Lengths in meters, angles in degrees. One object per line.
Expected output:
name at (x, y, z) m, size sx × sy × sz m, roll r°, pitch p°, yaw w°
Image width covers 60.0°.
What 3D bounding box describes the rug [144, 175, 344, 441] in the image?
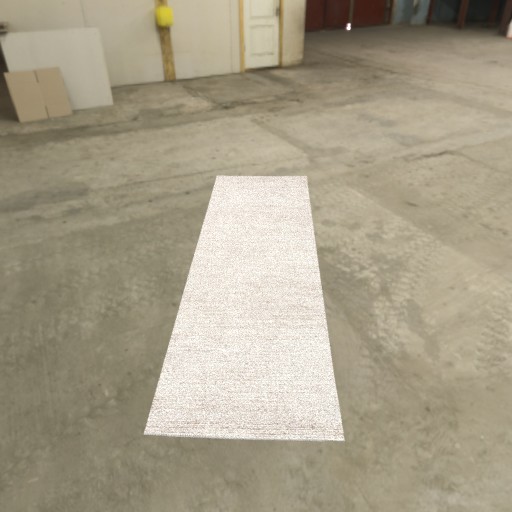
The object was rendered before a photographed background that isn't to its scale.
rug at (0.000, 0.000, 2.535) m, size 0.712 × 0.013 × 2.346 m, roll 1°, pitch 33°, yaw 2°
